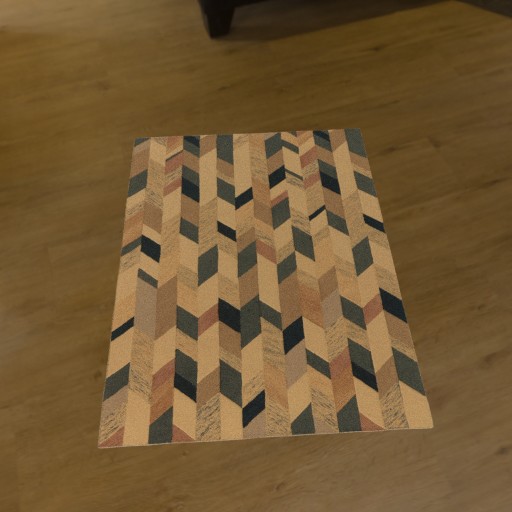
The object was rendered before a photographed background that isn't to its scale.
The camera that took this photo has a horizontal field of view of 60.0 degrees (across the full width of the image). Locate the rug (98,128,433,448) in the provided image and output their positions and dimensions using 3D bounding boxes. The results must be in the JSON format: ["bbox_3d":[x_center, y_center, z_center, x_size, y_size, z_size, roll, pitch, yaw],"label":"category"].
[{"bbox_3d":[0.000,0.000,3.994,2.451,0.011,3.072,-3,60,-2],"label":"rug"}]
